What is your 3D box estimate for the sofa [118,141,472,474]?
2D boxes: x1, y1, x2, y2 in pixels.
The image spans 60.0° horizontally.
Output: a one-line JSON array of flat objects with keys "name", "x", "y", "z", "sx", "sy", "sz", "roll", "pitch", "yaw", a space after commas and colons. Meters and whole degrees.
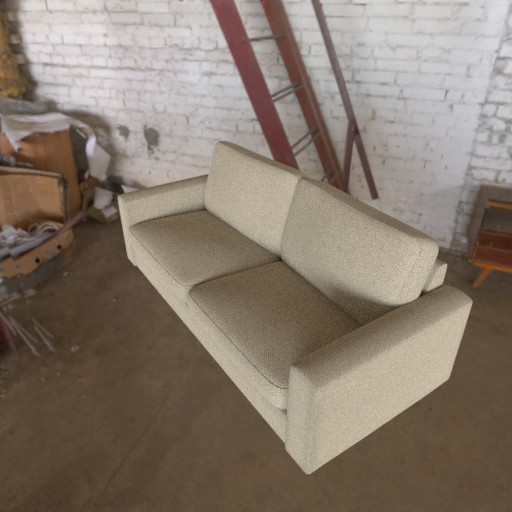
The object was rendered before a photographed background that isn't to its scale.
[{"name": "sofa", "x": 0.000, "y": 0.000, "z": 2.679, "sx": 1.016, "sy": 0.873, "sz": 2.179, "roll": -19, "pitch": 36, "yaw": -29}]
